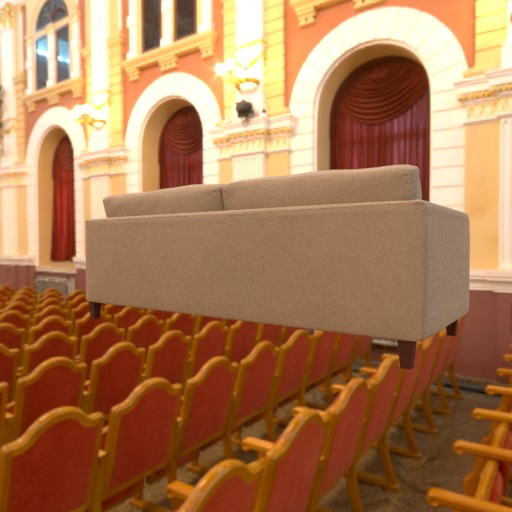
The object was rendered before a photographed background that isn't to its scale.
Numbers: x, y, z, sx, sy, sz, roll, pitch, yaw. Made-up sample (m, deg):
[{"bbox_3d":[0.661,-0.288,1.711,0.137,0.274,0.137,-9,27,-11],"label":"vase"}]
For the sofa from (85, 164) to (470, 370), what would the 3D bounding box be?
[{"bbox_3d":[0.000,0.000,2.883,2.404,0.912,0.988,1,2,36],"label":"sofa"}]
